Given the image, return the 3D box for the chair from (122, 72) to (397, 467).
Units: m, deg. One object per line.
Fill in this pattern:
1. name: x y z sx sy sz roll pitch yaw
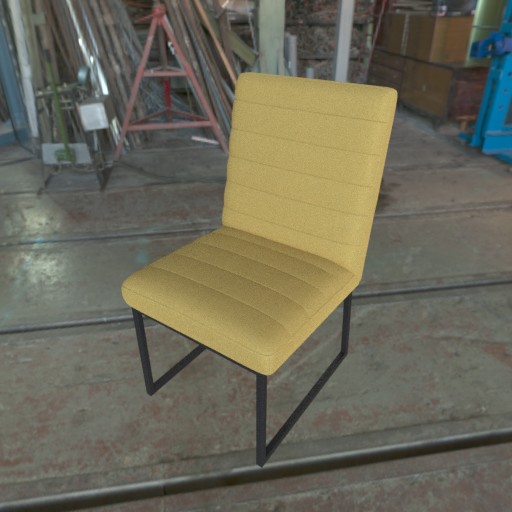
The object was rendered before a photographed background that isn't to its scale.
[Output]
1. chair: 0.000 0.000 1.325 0.520 0.930 0.634 20 36 30
